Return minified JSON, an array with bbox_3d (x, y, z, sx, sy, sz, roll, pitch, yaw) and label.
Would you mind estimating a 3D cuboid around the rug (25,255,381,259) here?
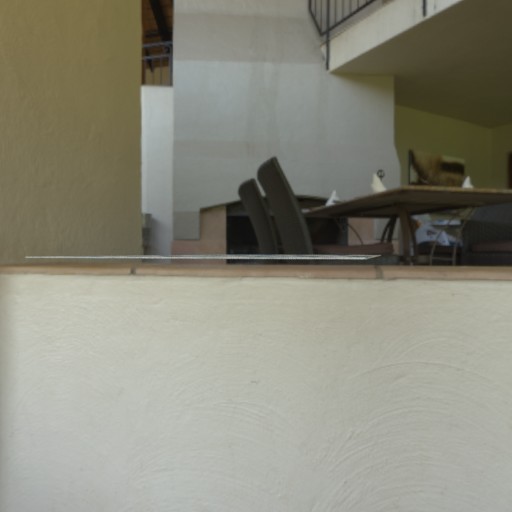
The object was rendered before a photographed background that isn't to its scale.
[{"bbox_3d":[0.000,0.000,2.329,1.229,0.005,1.827,0,0,17],"label":"rug"}]
